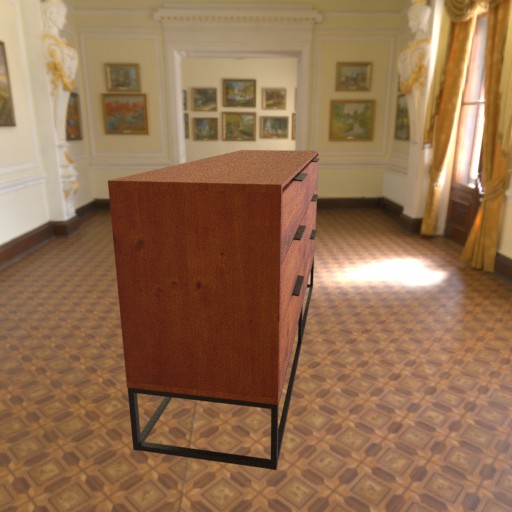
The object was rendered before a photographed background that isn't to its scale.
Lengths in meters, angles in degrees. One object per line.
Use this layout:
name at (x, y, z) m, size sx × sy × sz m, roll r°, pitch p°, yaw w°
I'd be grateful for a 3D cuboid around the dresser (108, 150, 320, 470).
dresser at (0.000, 0.000, 1.908) m, size 0.464 × 0.810 × 1.536 m, roll 3°, pitch 17°, yaw 10°
